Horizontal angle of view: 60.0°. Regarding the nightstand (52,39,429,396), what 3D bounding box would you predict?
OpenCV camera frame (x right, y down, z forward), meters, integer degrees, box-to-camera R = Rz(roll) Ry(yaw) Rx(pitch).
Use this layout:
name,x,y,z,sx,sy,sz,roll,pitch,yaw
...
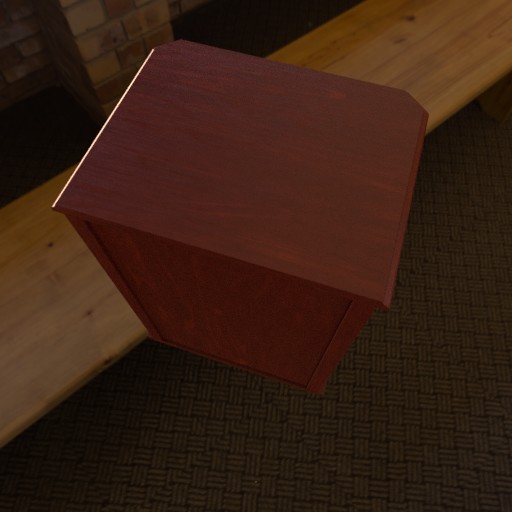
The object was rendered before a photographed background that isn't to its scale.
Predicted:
name,x,y,z,sx,sy,sz,roll,pitch,yaw
nightstand,0.000,0.000,0.900,0.435,0.681,0.351,16,64,8
